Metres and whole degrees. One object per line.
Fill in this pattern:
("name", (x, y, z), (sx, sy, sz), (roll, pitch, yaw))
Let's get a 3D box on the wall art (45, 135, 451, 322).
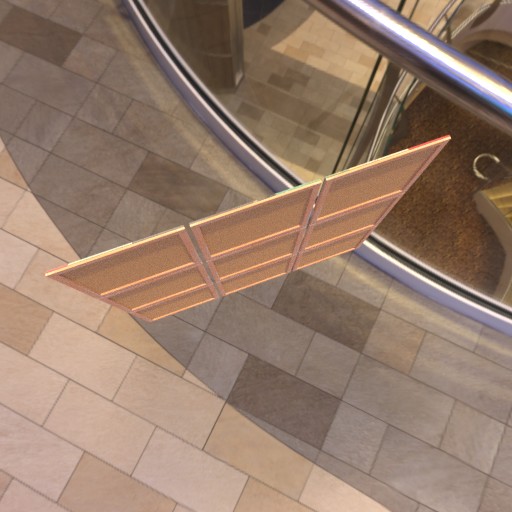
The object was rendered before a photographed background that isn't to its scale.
("wall art", (0.000, 0.000, 1.843), (1.216, 1.220, 0.013), (-19, 76, -5))
